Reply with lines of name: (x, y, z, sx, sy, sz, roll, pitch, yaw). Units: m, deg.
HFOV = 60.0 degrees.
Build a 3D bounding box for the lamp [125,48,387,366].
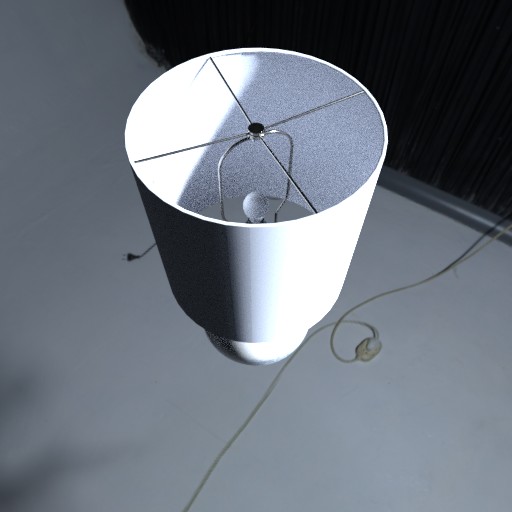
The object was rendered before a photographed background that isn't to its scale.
lamp: (0.000, 0.000, 0.538, 0.216, 0.404, 0.216, 31, 62, 18)
